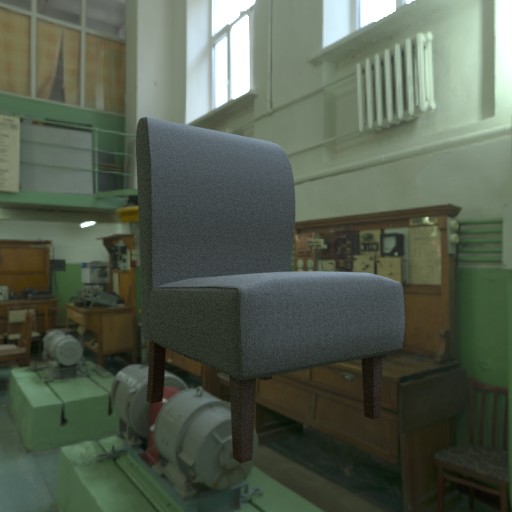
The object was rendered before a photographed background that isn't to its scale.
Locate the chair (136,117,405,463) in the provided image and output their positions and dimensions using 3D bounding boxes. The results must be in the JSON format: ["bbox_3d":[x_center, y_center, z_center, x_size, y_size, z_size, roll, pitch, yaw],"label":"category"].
[{"bbox_3d":[0.000,0.000,1.177,0.513,0.804,0.592,1,-1,-37],"label":"chair"}]
